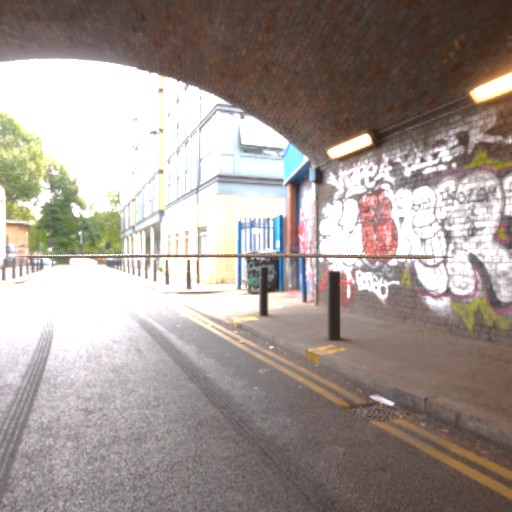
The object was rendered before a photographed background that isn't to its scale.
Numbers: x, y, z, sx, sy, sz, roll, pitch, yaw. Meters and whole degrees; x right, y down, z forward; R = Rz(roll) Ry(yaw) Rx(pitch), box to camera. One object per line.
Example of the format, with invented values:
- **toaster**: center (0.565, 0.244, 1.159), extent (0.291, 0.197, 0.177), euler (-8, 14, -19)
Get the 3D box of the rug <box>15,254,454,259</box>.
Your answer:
- **rug**: center (0.000, 0.000, 4.733), extent (3.585, 0.036, 2.892), euler (0, 0, 18)
